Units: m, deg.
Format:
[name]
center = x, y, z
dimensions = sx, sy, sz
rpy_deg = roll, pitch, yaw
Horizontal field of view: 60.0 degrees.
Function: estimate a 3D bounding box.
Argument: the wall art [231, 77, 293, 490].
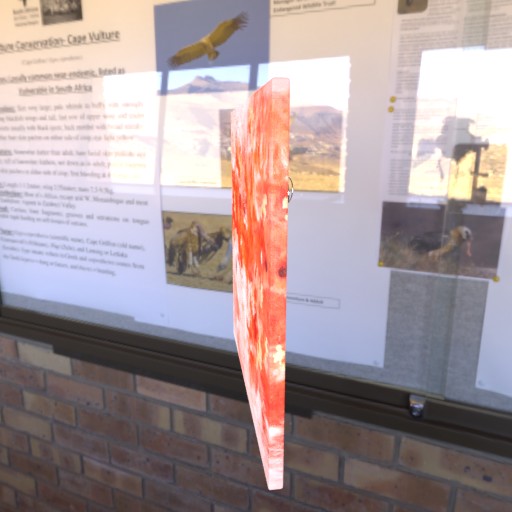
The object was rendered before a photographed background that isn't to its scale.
[wall art]
center = 0.000, 0.000, 1.324
dimensions = 0.066, 0.878, 0.878
rpy_deg = -2, 14, -8
